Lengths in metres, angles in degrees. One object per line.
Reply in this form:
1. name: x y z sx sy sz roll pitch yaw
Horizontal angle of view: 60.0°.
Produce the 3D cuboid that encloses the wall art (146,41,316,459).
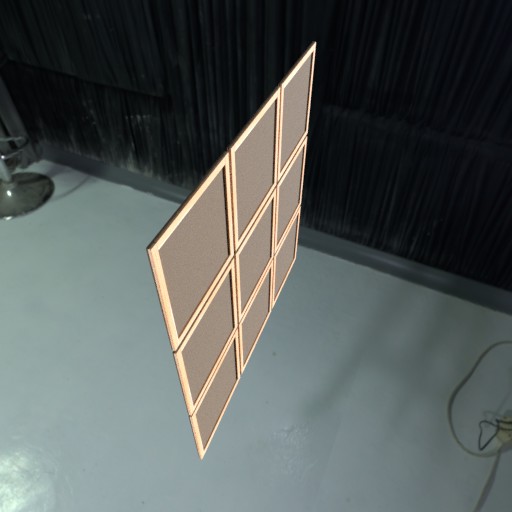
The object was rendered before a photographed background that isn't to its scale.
1. wall art: 0.000 0.000 1.760 0.013 1.218 1.216 16 48 15
